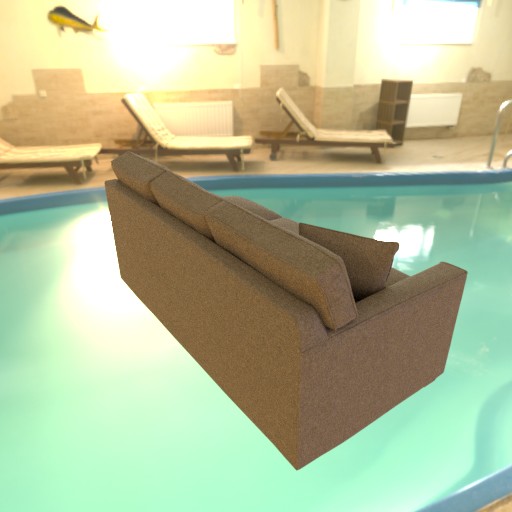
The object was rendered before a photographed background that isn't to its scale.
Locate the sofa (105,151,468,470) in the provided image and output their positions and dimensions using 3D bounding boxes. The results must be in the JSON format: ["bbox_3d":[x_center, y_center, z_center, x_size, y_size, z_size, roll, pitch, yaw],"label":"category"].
[{"bbox_3d":[0.000,0.000,2.533,1.034,0.946,1.963,-17,31,-32],"label":"sofa"}]
